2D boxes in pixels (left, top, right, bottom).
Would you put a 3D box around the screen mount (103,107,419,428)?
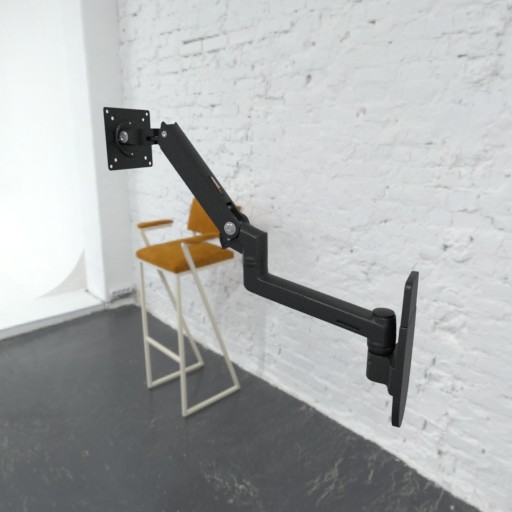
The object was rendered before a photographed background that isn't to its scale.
[{"bbox_3d":[0.000,0.000,0.719,0.495,0.466,0.115,7,17,25],"label":"screen mount"}]
